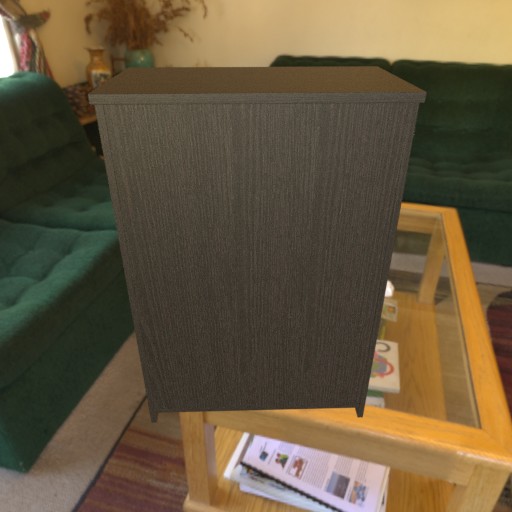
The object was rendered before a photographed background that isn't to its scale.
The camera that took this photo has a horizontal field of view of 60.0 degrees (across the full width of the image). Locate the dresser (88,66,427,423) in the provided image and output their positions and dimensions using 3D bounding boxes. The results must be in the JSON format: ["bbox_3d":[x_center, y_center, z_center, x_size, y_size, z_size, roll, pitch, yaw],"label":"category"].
[{"bbox_3d":[0.000,0.000,1.350,0.704,1.020,0.399,-1,31,-2],"label":"dresser"}]
